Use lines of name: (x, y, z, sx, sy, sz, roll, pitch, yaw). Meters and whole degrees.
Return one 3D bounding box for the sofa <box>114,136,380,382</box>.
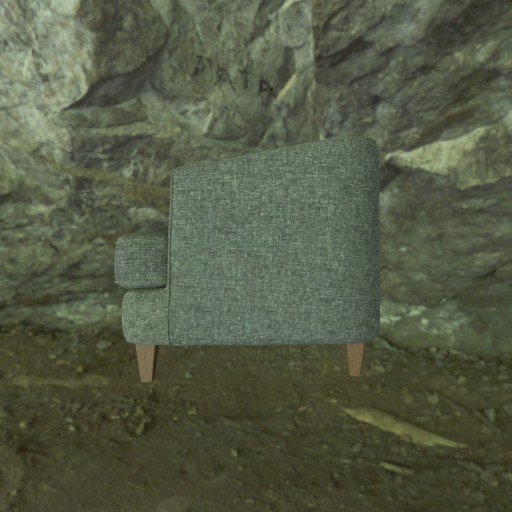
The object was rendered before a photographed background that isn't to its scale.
sofa: (0.000, 0.000, 2.270, 0.941, 0.855, 1.733, 0, -1, 1)
